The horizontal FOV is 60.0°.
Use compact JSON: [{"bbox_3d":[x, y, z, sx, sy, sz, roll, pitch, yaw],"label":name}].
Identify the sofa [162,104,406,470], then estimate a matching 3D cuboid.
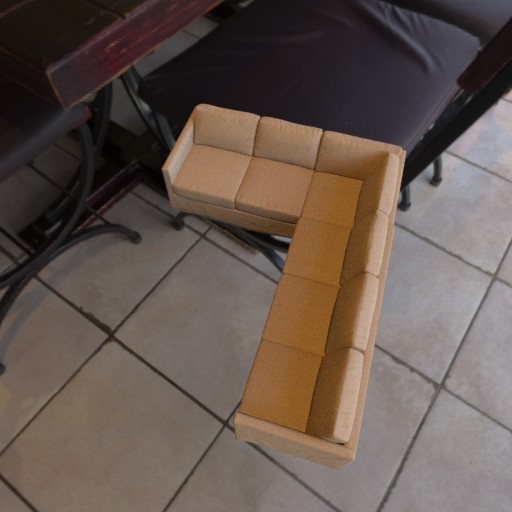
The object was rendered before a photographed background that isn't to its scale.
[{"bbox_3d":[0.000,0.000,4.337,2.432,0.871,3.182,14,60,9],"label":"sofa"}]
